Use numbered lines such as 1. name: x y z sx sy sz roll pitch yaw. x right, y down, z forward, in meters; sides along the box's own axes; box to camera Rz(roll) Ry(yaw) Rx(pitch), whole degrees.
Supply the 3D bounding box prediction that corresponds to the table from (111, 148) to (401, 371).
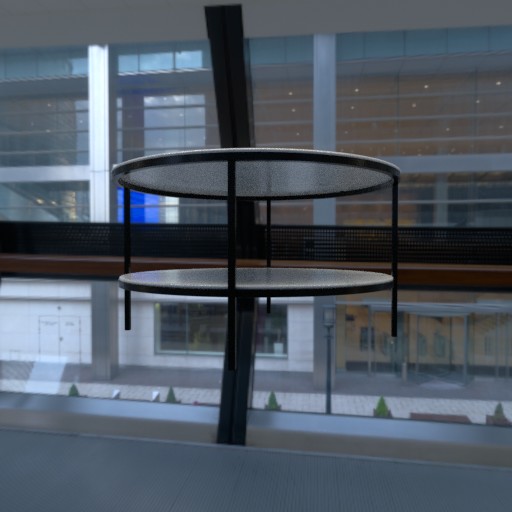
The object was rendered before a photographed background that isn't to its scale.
1. table: 0.000 0.000 1.289 0.800 0.450 0.800 0 1 0
